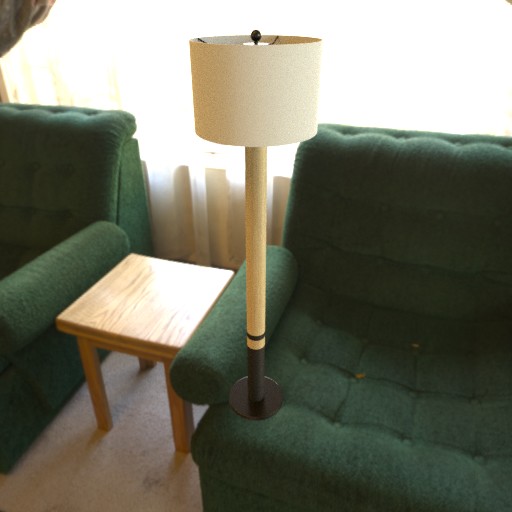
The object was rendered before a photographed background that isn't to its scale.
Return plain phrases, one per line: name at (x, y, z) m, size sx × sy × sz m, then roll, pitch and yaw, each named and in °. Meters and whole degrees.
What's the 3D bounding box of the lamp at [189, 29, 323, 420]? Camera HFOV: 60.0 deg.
lamp at (0.000, 0.000, 1.622) m, size 0.381 × 1.478 × 0.381 m, roll 1°, pitch 30°, yaw 2°
